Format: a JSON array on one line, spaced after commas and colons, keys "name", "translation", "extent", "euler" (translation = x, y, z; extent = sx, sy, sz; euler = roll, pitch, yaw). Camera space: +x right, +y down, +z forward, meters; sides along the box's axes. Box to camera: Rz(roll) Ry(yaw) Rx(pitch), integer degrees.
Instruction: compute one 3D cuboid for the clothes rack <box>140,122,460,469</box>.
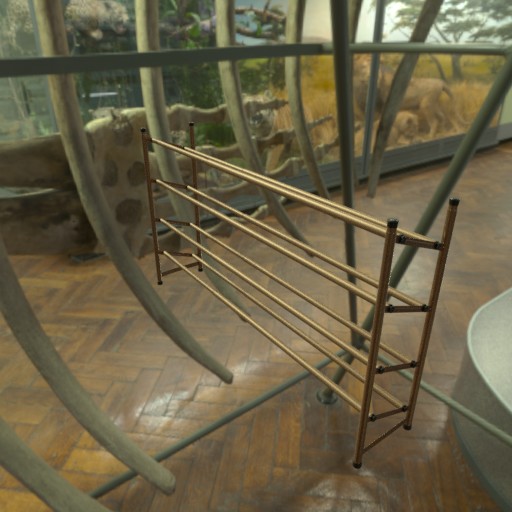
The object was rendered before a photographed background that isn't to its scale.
[{"name": "clothes rack", "translation": [0.000, 0.000, 1.448], "extent": [0.229, 0.672, 1.168], "euler": [-18, 32, -32]}]
